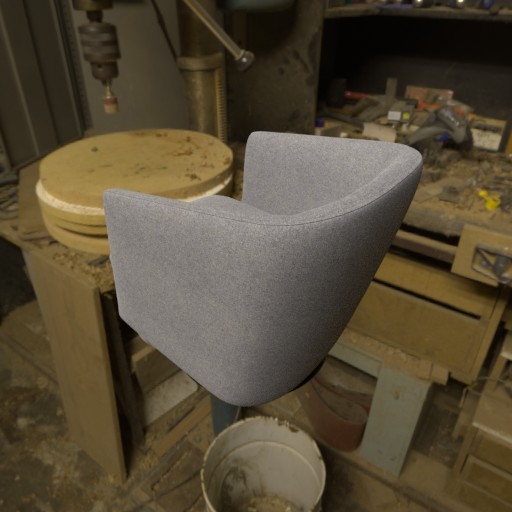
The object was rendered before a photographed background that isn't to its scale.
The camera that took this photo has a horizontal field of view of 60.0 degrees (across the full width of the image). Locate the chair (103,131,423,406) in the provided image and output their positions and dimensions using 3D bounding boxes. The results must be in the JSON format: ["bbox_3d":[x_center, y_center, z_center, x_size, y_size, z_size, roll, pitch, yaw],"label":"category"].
[{"bbox_3d":[0.000,0.000,1.636,0.986,0.861,0.822,22,38,30],"label":"chair"}]
